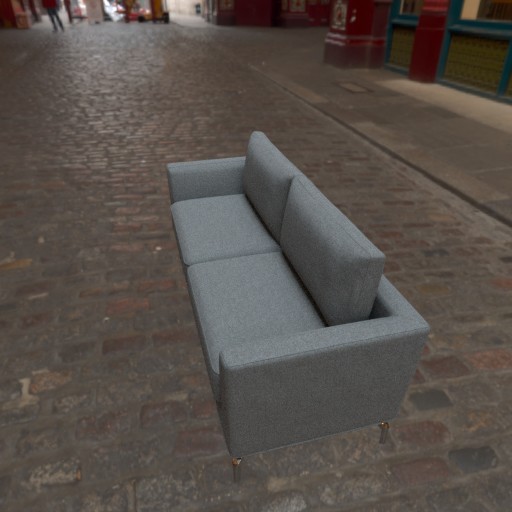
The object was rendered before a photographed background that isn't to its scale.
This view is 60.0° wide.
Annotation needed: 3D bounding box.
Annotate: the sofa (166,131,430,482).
[{"bbox_3d":[0.000,0.000,2.699,0.869,1.002,2.212,-8,32,-13],"label":"sofa"}]
